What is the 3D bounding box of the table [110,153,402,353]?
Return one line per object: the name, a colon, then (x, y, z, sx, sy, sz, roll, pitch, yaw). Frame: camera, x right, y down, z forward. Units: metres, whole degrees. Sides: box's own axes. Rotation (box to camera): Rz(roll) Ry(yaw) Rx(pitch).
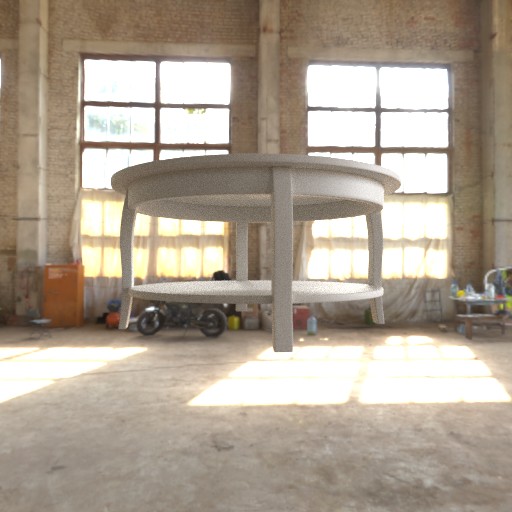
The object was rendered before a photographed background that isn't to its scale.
table: (0.000, 0.000, 1.457, 0.910, 0.457, 0.910, 0, -1, 0)
